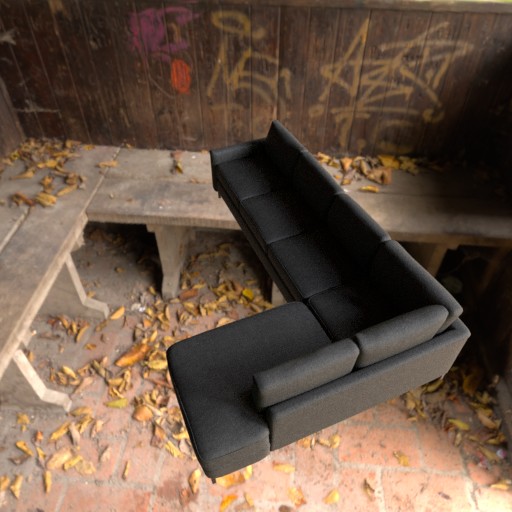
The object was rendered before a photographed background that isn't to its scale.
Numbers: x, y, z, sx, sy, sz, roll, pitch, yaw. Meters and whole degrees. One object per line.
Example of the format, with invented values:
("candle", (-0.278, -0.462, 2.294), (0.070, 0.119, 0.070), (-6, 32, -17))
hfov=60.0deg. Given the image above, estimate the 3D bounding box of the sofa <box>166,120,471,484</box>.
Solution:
("sofa", (0.000, 0.000, 3.803), (1.984, 0.858, 2.972), (-17, 47, -16))
